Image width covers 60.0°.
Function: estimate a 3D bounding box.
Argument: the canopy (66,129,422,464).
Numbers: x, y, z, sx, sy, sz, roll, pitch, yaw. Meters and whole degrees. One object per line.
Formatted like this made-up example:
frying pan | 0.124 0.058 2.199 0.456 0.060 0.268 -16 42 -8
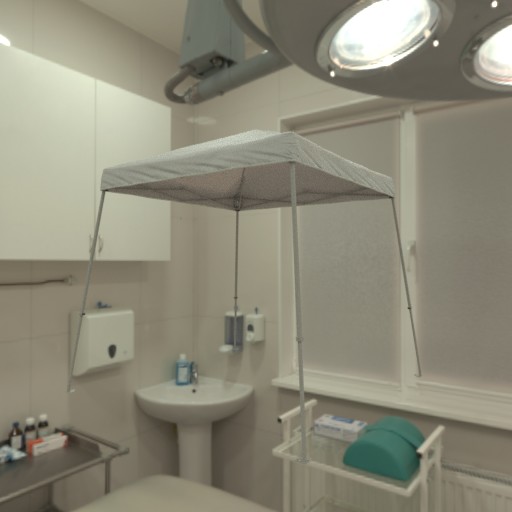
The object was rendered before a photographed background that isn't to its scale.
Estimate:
canopy | 0.000 0.000 4.978 2.849 2.849 2.848 -1 -1 35
